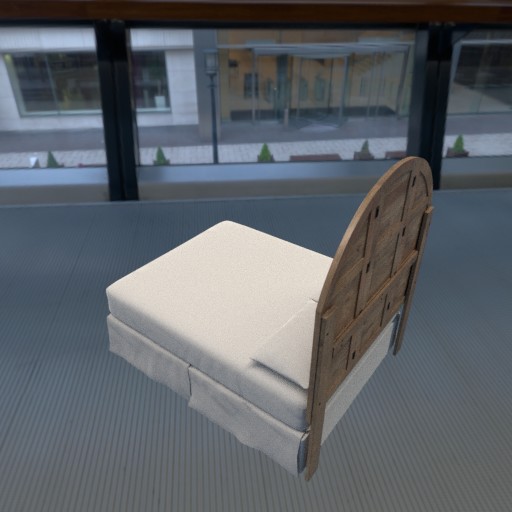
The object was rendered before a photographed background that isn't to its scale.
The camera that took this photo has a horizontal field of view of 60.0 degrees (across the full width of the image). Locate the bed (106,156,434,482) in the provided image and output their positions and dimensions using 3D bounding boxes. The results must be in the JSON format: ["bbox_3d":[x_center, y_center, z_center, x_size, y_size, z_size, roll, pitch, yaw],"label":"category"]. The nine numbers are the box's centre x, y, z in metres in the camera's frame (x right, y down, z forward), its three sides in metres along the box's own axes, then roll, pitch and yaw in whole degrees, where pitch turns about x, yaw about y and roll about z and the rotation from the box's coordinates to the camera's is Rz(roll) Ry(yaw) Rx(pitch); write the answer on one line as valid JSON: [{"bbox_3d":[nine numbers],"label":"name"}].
[{"bbox_3d":[0.000,0.000,3.530,2.112,2.002,1.713,22,39,31],"label":"bed"}]
